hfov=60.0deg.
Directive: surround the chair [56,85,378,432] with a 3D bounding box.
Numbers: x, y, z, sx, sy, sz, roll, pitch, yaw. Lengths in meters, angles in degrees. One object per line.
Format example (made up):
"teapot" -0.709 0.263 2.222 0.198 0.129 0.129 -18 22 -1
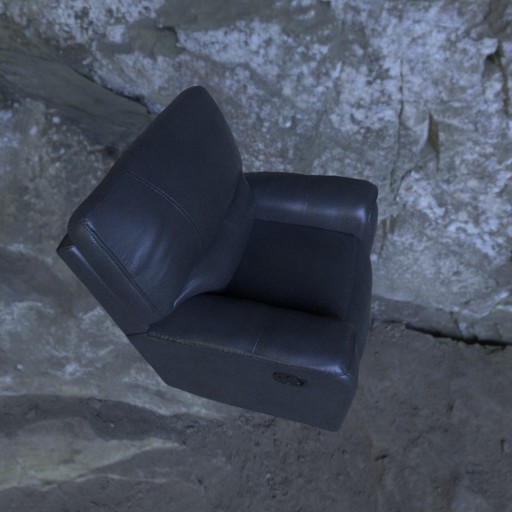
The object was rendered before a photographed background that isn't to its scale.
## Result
"chair" 0.000 0.000 1.955 1.087 1.109 1.096 11 47 10
